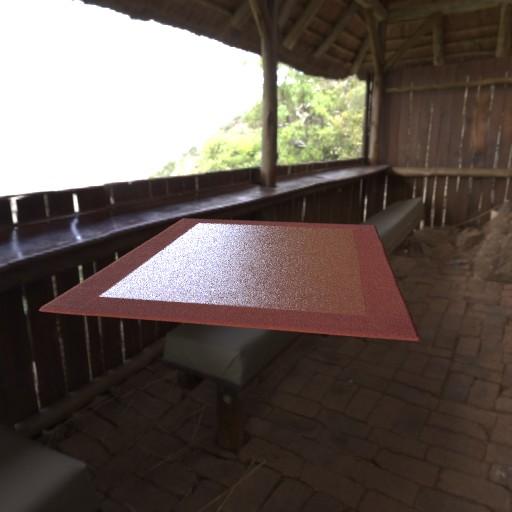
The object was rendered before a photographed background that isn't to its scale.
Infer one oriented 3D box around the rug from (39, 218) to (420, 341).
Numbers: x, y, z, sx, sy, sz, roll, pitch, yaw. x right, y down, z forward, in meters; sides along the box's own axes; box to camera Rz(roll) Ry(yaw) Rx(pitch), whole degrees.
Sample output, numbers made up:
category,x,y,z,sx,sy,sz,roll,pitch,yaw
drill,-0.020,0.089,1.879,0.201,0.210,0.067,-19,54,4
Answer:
category,x,y,z,sx,sy,sz,roll,pitch,yaw
rug,0.000,0.000,4.132,2.430,0.018,2.976,3,17,9
